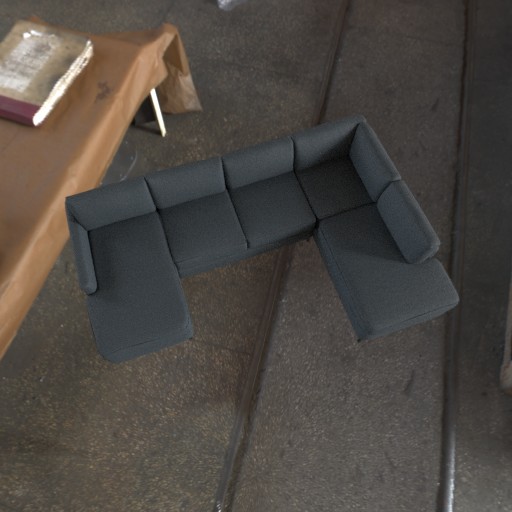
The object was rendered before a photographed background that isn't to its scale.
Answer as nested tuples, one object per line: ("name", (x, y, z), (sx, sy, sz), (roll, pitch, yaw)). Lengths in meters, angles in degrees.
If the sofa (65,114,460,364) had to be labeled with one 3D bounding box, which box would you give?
("sofa", (0.000, 0.000, 3.912), (2.975, 0.858, 1.984), (-17, 65, -8))
